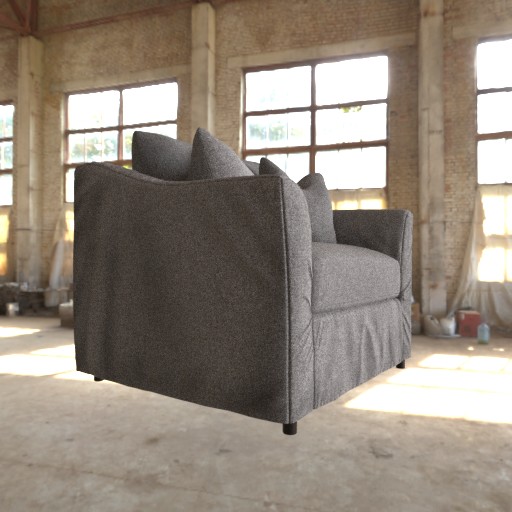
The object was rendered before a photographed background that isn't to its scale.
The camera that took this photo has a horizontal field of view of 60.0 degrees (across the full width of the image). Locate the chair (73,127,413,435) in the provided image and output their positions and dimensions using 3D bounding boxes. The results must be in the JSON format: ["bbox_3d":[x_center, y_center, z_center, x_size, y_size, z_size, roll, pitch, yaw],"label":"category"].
[{"bbox_3d":[0.000,0.000,2.003,1.071,1.059,1.194,0,-1,36],"label":"chair"}]
